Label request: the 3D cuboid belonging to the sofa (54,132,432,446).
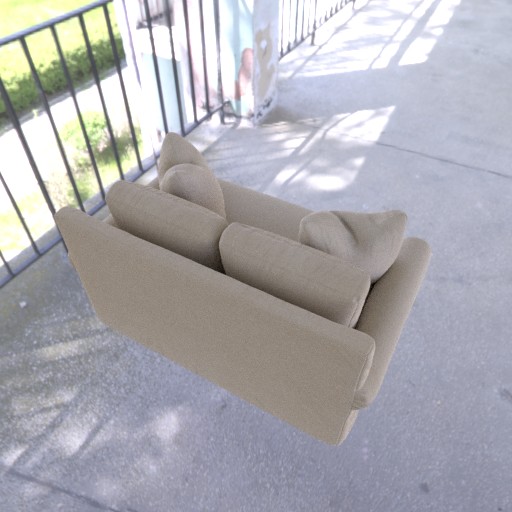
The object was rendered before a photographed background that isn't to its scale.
[{"bbox_3d":[0.000,0.000,2.234,1.550,0.905,1.070,22,50,20],"label":"sofa"}]
